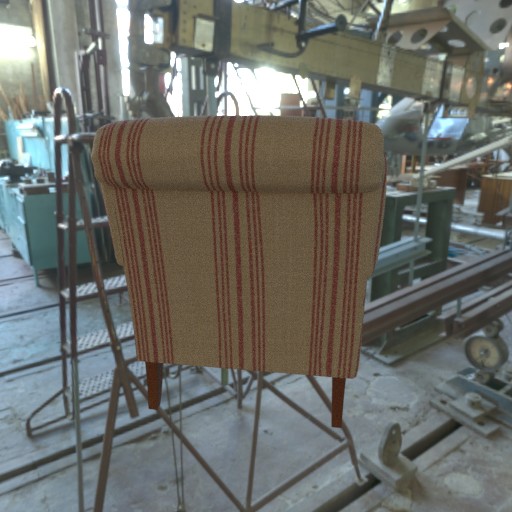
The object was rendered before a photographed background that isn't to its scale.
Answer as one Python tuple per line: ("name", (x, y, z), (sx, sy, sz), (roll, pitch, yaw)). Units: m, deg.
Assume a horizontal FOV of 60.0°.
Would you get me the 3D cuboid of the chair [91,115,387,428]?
("chair", (0.000, 0.000, 1.876), (0.933, 1.123, 1.058), (3, 17, 8))
